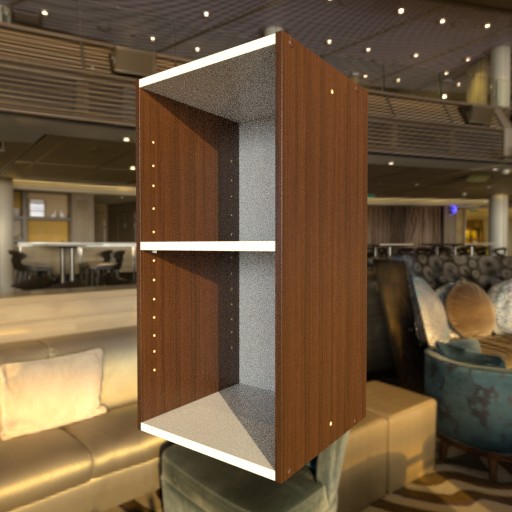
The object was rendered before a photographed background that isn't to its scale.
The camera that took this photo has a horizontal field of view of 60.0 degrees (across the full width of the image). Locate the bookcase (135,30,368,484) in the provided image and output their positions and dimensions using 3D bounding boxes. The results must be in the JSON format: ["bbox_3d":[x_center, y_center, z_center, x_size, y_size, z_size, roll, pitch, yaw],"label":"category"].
[{"bbox_3d":[0.000,0.000,0.790,0.300,0.600,0.290,1,2,36],"label":"bookcase"}]
